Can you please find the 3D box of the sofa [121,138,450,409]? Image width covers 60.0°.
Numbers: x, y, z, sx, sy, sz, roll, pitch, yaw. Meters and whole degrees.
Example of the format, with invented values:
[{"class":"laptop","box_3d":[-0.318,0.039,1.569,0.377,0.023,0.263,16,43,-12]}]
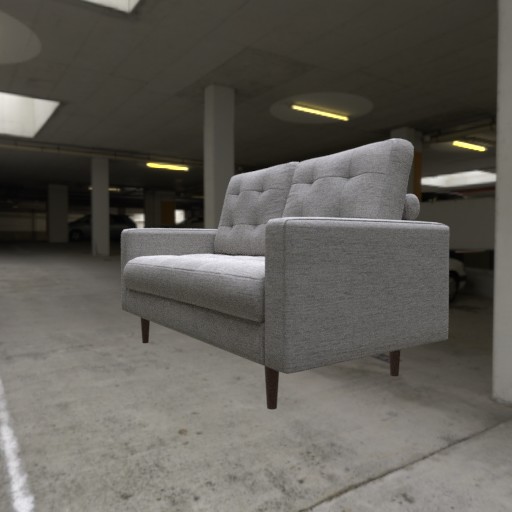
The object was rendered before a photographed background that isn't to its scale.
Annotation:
[{"class":"sofa","box_3d":[0.000,0.000,1.987,0.842,0.907,1.407,-1,2,-35]}]
